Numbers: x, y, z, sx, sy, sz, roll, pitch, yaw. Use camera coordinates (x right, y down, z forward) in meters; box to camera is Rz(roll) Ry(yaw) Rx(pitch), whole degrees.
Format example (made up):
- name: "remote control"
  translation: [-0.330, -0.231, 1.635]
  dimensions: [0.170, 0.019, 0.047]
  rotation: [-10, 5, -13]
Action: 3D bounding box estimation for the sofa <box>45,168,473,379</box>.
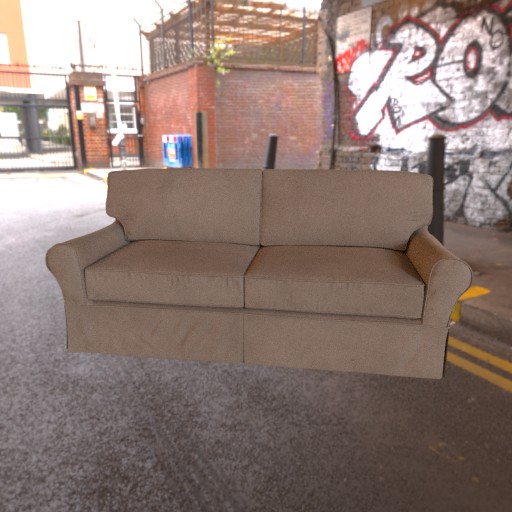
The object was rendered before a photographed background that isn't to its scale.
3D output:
- name: "sofa"
  translation: [0.000, 0.000, 2.701]
  dimensions: [2.246, 1.014, 0.900]
  rotation: [2, 15, 8]
